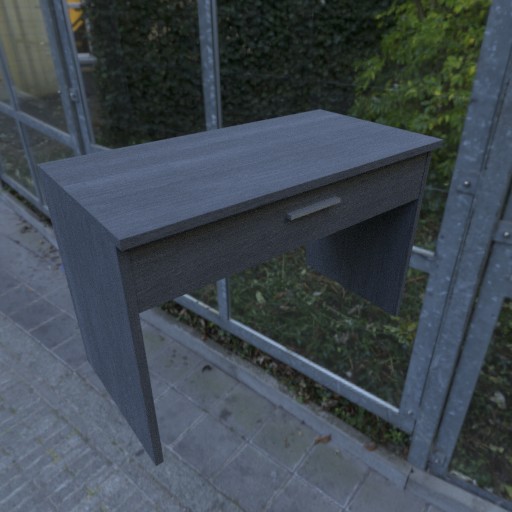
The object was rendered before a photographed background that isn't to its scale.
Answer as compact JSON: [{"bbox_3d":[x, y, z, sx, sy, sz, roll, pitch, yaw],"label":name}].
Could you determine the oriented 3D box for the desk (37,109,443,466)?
[{"bbox_3d":[0.000,0.000,1.510,1.099,0.729,0.557,-22,37,-32],"label":"desk"}]
